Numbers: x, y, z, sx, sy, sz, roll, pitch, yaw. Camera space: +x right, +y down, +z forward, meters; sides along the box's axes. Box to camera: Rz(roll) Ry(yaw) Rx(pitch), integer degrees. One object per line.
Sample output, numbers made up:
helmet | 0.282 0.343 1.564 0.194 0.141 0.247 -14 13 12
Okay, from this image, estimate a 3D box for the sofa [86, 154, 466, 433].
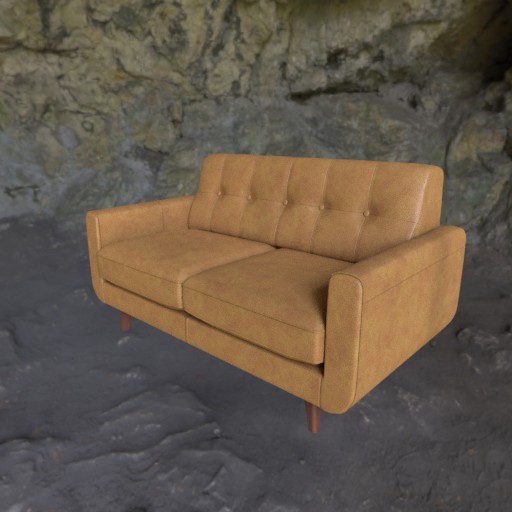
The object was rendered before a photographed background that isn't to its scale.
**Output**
sofa | 0.000 0.000 2.178 1.651 0.925 0.952 14 21 40
